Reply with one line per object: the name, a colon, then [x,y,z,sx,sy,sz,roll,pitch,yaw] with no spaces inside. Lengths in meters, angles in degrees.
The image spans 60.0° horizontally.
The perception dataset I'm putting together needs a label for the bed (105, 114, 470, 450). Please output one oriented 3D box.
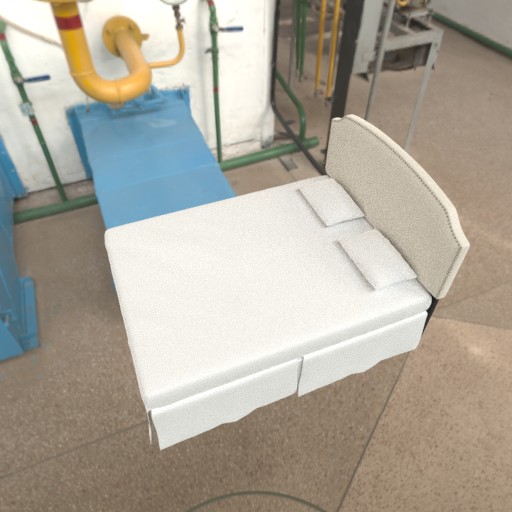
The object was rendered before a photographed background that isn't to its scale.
bed: [0.000,0.000,3.040,1.999,1.270,1.558,-16,48,-15]
